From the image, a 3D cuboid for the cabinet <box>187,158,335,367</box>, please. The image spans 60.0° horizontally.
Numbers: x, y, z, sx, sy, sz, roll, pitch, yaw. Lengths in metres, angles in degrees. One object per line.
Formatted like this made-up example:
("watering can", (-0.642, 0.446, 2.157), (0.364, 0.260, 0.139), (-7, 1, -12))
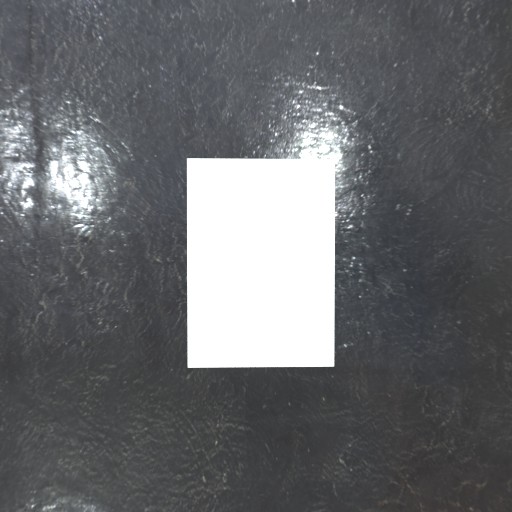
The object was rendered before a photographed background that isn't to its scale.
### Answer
("cabinet", (0.000, 0.000, 1.527), (0.300, 1.350, 0.400), (0, 91, -2))
